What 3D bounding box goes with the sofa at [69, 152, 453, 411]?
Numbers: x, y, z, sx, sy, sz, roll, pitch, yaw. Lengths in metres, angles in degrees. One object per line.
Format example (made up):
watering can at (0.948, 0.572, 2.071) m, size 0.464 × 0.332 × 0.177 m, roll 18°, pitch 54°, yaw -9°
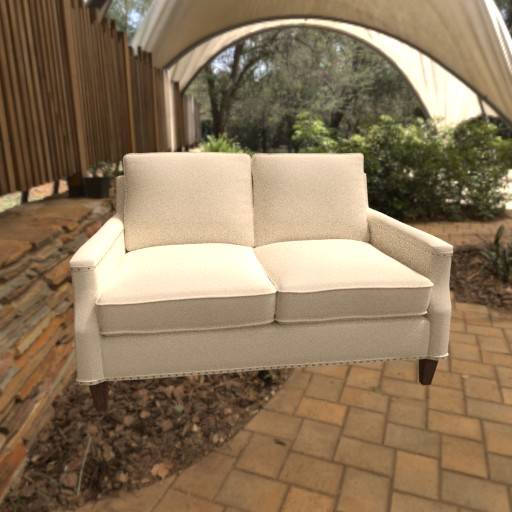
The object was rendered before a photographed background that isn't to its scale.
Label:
sofa at (0.000, 0.000, 2.265) m, size 1.597 × 1.003 × 1.084 m, roll -2°, pitch 16°, yaw -7°
